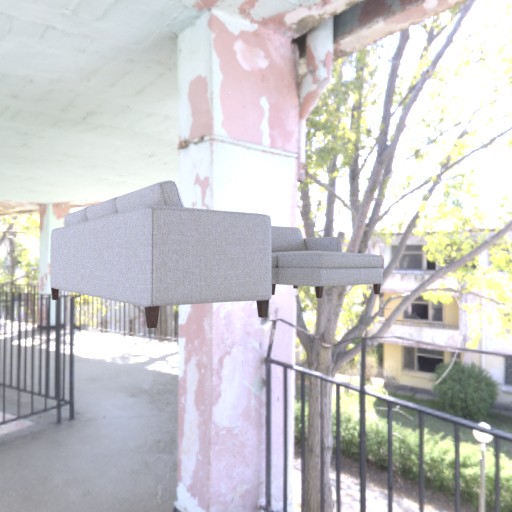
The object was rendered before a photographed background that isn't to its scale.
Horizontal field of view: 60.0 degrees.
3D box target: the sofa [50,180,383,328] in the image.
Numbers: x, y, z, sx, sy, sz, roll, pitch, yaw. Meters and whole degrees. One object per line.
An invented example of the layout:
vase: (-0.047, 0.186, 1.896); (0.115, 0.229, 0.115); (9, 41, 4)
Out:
sofa: (0.000, 0.000, 4.519); (3.403, 0.889, 2.551); (1, -1, -37)
